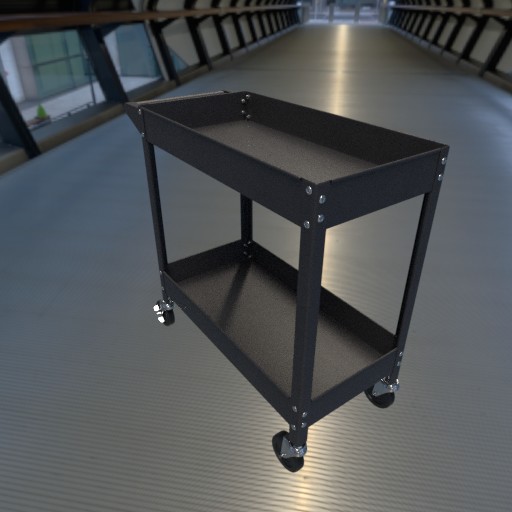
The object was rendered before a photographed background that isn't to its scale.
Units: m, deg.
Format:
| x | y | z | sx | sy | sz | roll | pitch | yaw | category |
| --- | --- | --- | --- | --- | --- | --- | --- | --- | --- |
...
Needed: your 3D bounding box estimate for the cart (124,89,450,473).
| x | y | z | sx | sy | sz | roll | pitch | yaw | category |
| --- | --- | --- | --- | --- | --- | --- | --- | --- | --- |
| 0.000 | 0.000 | 1.180 | 0.366 | 0.719 | 0.779 | -20 | 36 | -30 | cart |
